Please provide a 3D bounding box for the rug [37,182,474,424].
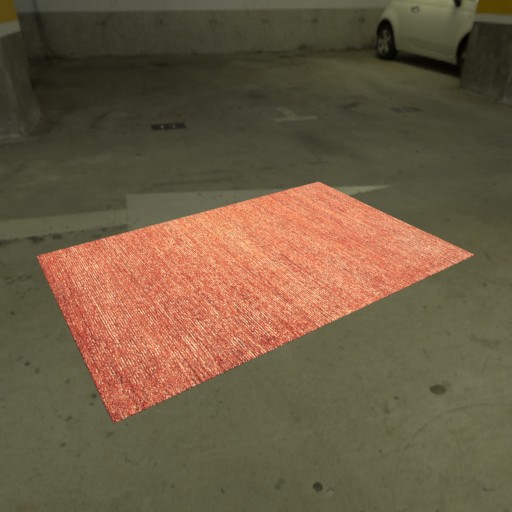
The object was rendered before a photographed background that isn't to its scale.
[{"bbox_3d":[0.000,0.000,2.108,1.747,0.011,1.139,-19,36,-28],"label":"rug"}]
